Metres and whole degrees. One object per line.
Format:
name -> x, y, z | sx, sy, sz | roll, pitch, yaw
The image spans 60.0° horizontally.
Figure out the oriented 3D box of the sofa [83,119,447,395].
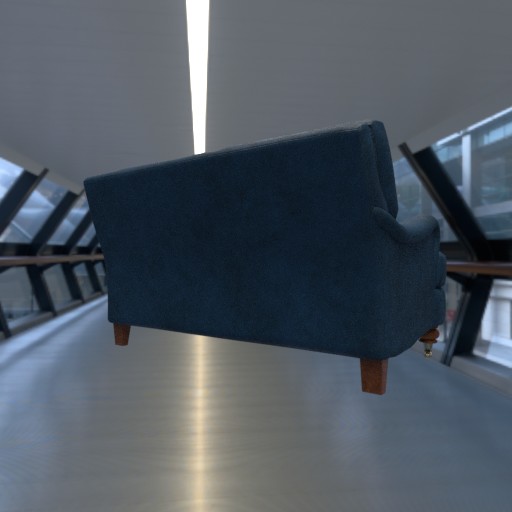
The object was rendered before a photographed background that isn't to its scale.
sofa -> 0.000, 0.000, 2.513 | 1.853, 1.101, 1.084 | 0, -1, 37
